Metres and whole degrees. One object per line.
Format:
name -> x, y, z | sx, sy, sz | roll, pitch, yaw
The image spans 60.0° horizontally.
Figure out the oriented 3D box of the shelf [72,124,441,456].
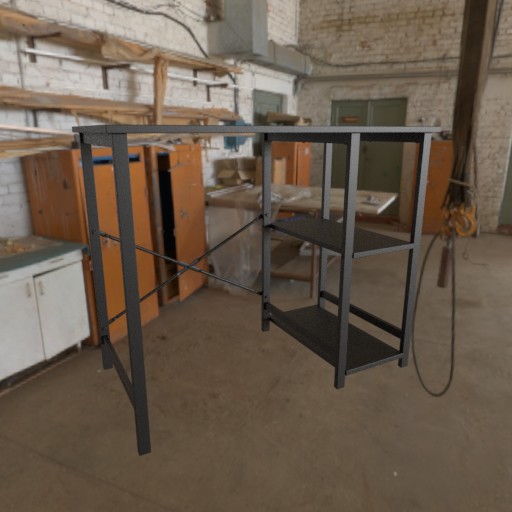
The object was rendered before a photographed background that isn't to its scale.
shelf -> 0.000, 0.000, 1.337 | 0.902, 0.749, 0.498 | -8, 18, -27
